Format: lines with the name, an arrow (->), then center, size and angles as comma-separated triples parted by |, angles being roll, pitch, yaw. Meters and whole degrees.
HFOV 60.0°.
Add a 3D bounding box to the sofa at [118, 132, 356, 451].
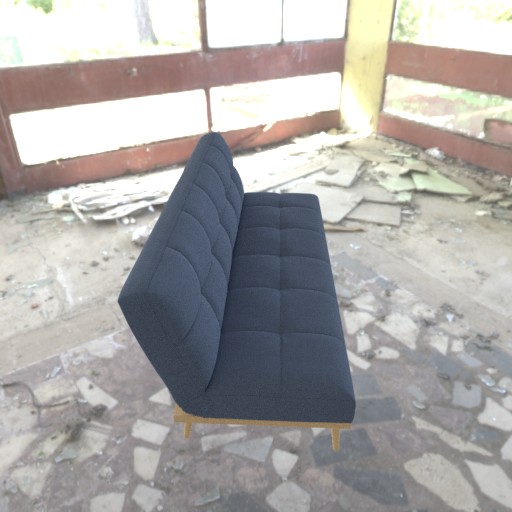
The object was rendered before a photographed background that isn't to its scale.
sofa -> 0.000, 0.000, 2.294 | 0.796, 0.800, 1.800 | 1, 31, 2
